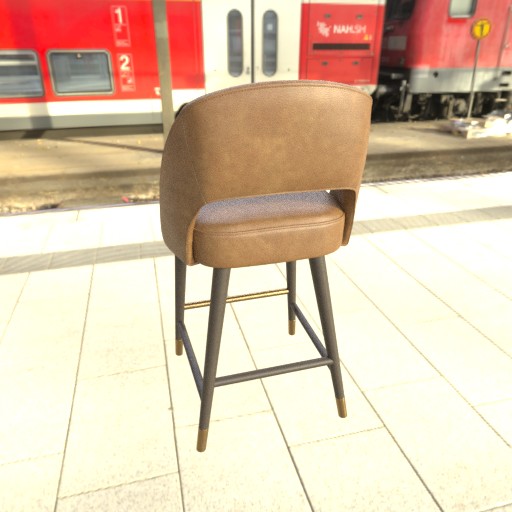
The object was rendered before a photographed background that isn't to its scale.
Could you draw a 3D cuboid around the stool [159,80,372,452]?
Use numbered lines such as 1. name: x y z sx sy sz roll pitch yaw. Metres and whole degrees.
1. stool: 0.000 0.000 1.227 0.494 0.940 0.509 -7 27 -15
